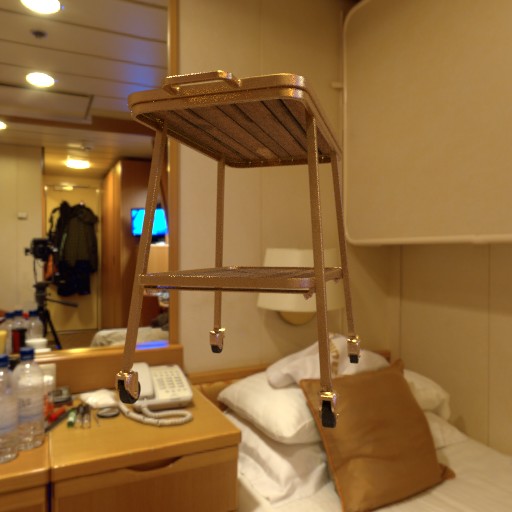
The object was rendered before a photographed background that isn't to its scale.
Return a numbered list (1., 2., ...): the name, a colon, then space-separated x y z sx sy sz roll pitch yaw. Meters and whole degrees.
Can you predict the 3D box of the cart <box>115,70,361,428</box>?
1. cart: 0.000 0.000 1.220 0.524 0.700 0.806 0 1 17
